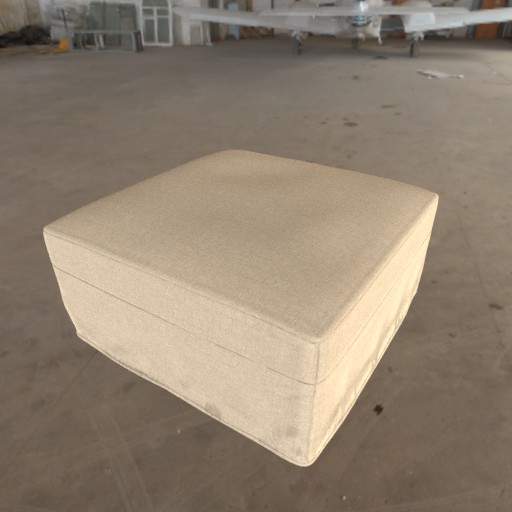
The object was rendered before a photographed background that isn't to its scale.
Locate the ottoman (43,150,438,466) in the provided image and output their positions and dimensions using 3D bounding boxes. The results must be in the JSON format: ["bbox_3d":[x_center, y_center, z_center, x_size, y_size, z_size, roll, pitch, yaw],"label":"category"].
[{"bbox_3d":[0.000,0.000,1.343,0.840,0.436,0.843,19,35,28],"label":"ottoman"}]
